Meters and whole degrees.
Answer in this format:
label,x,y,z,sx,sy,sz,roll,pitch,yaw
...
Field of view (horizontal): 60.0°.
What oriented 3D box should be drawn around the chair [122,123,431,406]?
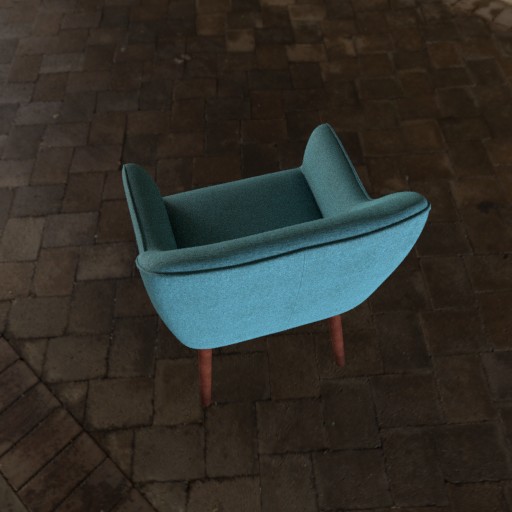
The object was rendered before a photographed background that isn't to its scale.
label,x,y,z,sx,sy,sz,roll,pitch,yaw
chair,0.000,0.000,1.112,0.543,0.803,0.519,-14,59,-9
